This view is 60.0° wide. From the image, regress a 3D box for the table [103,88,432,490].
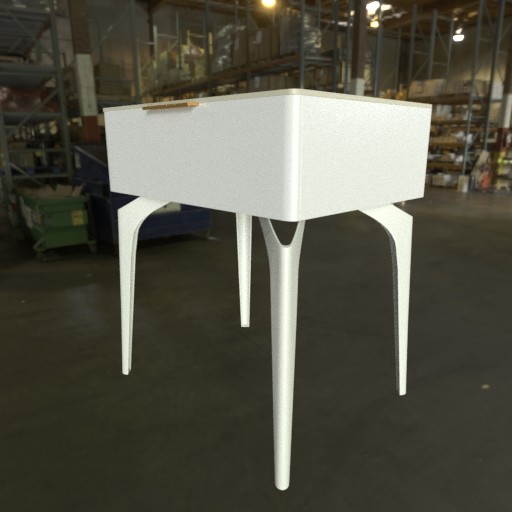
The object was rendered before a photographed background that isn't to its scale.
[{"bbox_3d":[0.000,0.000,0.890,0.400,0.570,0.500,-14,20,-43],"label":"table"}]
